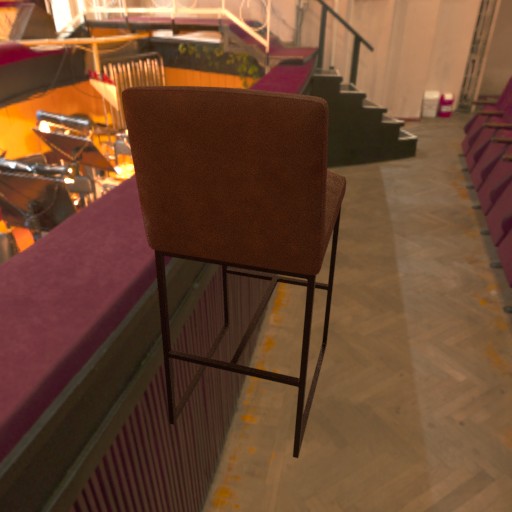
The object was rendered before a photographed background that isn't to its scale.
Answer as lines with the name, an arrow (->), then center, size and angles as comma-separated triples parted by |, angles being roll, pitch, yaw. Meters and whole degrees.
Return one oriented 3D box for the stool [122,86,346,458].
stool -> 0.000, 0.000, 1.369 | 0.463, 1.065, 0.562 | 9, 31, 15
